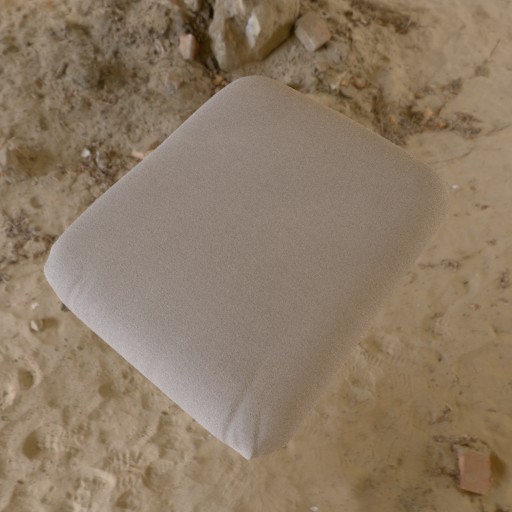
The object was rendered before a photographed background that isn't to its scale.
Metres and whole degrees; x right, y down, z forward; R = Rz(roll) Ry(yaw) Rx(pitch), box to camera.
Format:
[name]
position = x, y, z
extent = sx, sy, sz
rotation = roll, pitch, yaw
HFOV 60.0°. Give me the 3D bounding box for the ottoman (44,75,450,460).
[ottoman]
position = 0.000, 0.000, 1.075
extent = 0.622, 0.450, 0.746
rotation = 35, 68, 16
